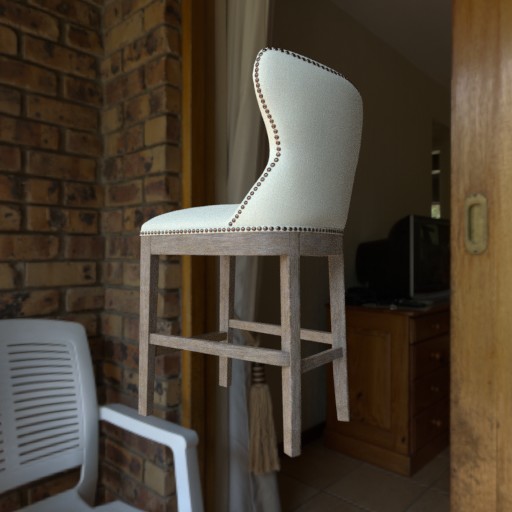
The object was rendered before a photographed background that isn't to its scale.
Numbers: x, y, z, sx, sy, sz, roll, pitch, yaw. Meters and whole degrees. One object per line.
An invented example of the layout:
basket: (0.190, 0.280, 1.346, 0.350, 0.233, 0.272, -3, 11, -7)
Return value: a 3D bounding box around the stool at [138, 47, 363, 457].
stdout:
stool: (0.000, 0.000, 1.339, 0.608, 0.981, 0.498, 0, 0, 37)
